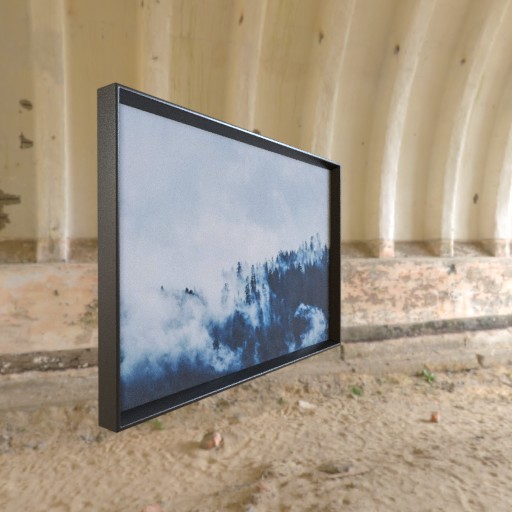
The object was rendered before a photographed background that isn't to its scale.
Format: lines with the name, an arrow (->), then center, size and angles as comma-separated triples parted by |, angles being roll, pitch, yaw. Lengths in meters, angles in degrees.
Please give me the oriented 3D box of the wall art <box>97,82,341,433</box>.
wall art -> 0.000, 0.000, 1.203 | 0.058, 0.640, 0.939 | 0, 1, 36
